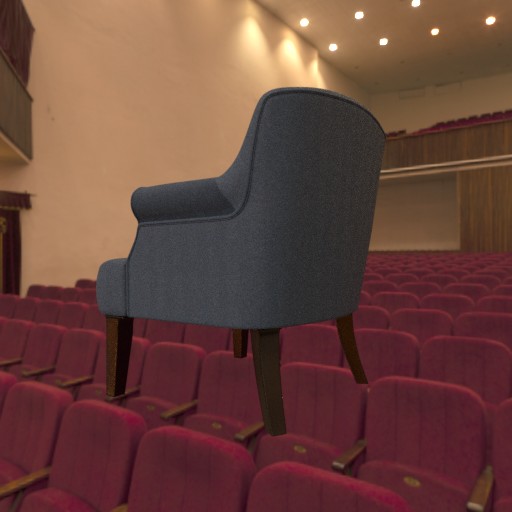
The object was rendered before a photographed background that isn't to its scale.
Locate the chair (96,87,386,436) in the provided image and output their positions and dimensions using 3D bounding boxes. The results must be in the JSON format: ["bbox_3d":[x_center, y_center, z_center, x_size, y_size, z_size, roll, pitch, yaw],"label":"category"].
[{"bbox_3d":[0.000,0.000,1.473,0.754,0.878,0.770,0,0,36],"label":"chair"}]
